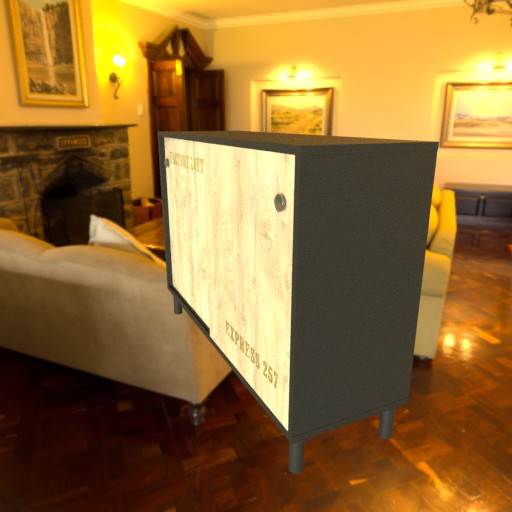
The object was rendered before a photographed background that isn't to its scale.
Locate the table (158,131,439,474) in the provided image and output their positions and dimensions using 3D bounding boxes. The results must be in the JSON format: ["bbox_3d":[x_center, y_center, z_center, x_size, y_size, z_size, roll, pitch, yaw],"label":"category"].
[{"bbox_3d":[0.000,0.000,1.626,0.400,0.855,1.200,-8,19,-25],"label":"table"}]
